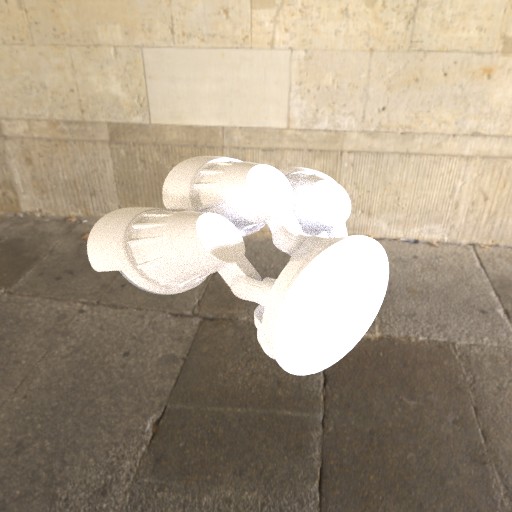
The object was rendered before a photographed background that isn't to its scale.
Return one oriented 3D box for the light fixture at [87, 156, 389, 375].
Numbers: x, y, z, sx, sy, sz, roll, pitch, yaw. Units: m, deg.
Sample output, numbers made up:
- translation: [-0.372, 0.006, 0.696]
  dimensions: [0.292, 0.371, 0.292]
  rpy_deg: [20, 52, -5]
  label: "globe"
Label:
- translation: [0.000, 0.000, 0.552]
  dimensions: [0.369, 0.237, 0.278]
  rpy_deg: [-20, 36, -30]
  label: "light fixture"
